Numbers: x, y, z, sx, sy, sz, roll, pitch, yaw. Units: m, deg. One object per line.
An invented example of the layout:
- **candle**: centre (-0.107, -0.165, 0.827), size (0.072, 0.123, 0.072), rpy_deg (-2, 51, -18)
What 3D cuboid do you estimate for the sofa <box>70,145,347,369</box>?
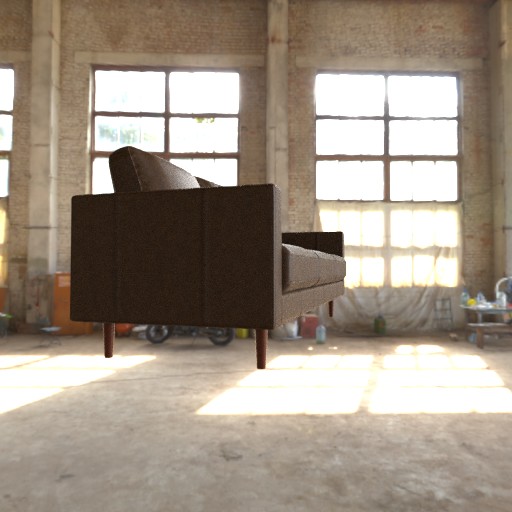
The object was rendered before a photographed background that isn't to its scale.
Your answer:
- **sofa**: centre (0.000, 0.000, 2.748), size (0.903, 0.930, 2.231), rpy_deg (-1, -2, 18)
